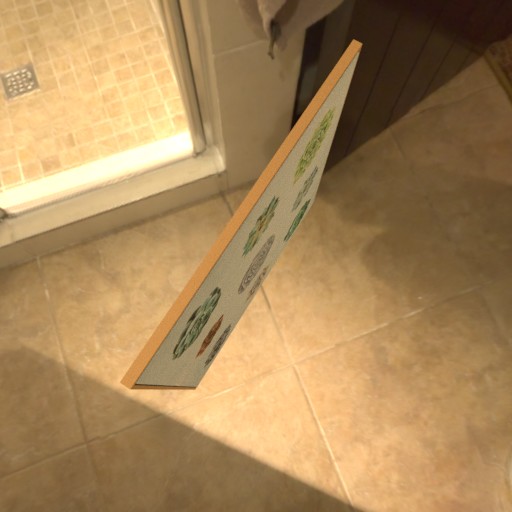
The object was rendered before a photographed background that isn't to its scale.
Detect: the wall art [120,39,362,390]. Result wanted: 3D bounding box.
[{"bbox_3d":[0.000,0.000,0.682,0.013,0.455,0.457,31,76,9],"label":"wall art"}]
